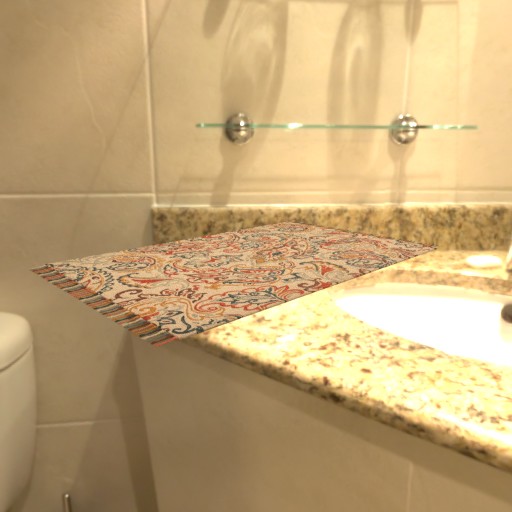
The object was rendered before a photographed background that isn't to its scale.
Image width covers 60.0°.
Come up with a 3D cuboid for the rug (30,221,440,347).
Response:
[{"bbox_3d":[0.000,0.000,2.449,1.997,0.010,1.218,-13,19,-42],"label":"rug"}]
